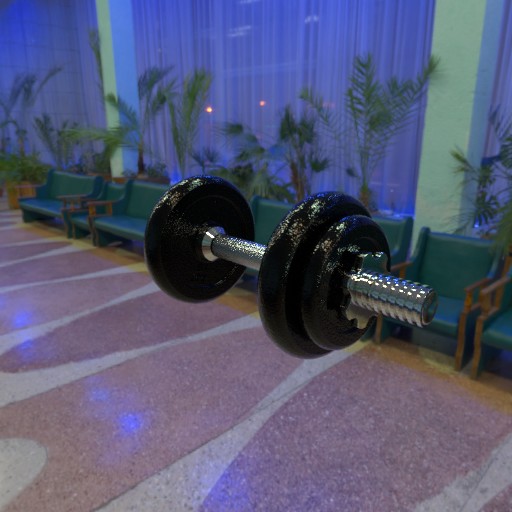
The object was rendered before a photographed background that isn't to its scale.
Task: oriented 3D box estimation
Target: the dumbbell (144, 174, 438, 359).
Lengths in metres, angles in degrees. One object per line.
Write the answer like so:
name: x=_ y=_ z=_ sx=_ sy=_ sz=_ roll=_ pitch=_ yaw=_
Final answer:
dumbbell: x=0.000 y=0.000 z=0.607 sx=0.202 sy=0.202 sz=0.497 roll=-15 pitch=22 yaw=-41
